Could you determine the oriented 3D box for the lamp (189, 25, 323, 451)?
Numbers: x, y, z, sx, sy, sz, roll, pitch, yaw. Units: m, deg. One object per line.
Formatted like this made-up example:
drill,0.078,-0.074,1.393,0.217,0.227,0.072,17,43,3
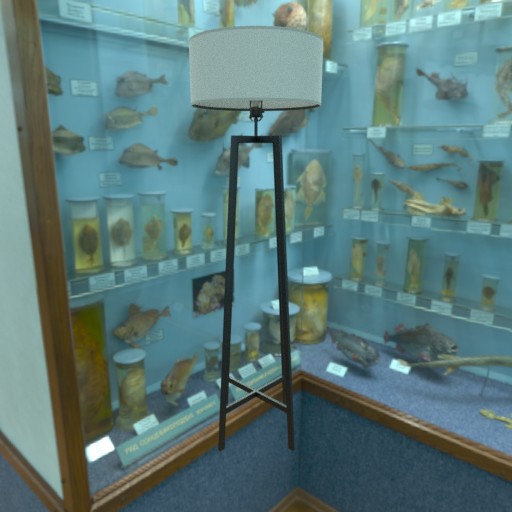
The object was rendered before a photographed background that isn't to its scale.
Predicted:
lamp,0.000,0.000,1.708,0.457,1.510,0.456,13,19,43
